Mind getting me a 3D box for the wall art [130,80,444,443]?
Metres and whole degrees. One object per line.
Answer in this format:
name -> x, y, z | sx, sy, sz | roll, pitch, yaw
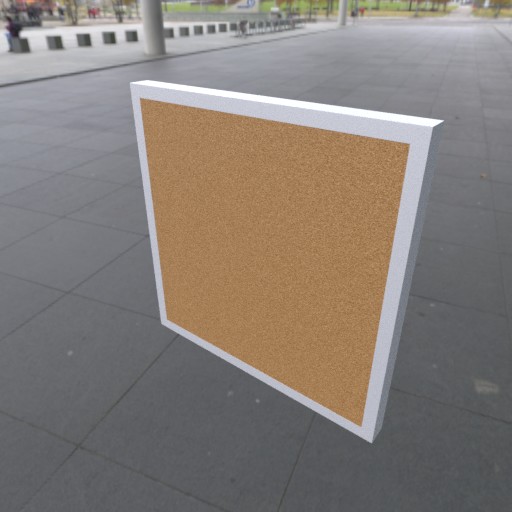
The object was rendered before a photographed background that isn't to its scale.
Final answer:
wall art -> 0.000, 0.000, 0.746 | 0.507, 0.508, 0.038 | 21, 36, 32
